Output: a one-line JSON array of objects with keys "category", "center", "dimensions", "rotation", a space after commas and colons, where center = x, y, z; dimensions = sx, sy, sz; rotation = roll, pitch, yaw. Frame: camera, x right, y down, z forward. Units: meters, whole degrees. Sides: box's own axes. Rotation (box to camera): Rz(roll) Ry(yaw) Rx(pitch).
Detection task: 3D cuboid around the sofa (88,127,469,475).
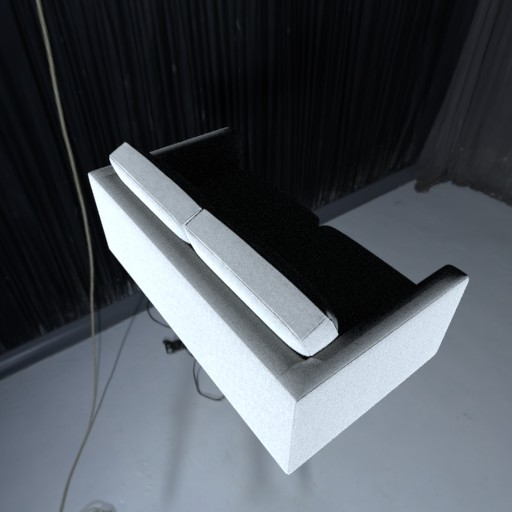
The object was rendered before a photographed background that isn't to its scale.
[{"category": "sofa", "center": [0.000, 0.000, 2.298], "dimensions": [1.000, 0.900, 1.731], "rotation": [-27, 48, -27]}]
